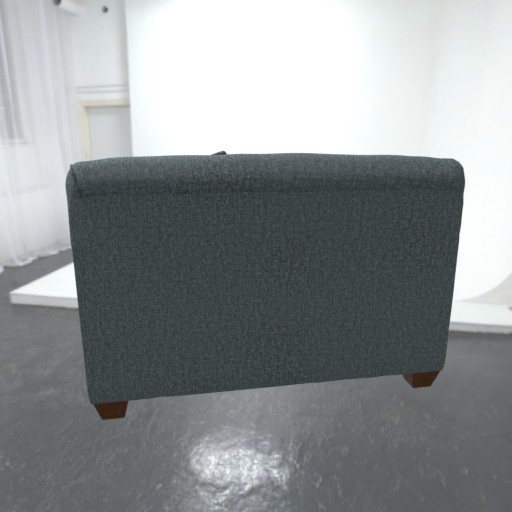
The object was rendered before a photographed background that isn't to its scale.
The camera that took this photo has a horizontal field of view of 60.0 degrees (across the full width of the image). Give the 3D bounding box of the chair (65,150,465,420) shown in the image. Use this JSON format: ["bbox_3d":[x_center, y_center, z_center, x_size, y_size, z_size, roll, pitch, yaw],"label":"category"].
[{"bbox_3d":[0.000,0.000,2.026,1.383,0.948,1.000,-3,15,-10],"label":"chair"}]
